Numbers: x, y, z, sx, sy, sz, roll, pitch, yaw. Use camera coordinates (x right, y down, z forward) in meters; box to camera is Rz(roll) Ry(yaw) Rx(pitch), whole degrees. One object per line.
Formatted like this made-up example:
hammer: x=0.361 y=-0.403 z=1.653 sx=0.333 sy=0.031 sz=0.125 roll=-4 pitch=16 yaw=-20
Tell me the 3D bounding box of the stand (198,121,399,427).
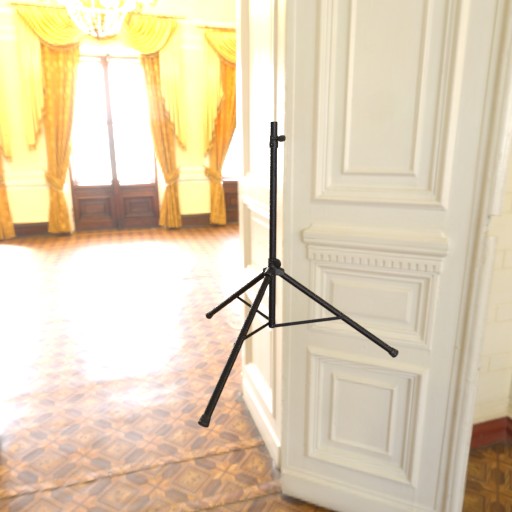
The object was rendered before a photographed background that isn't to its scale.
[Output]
stand: x=0.000 y=0.000 z=2.728 sx=1.596 sy=1.595 sz=1.339 roll=8 pitch=17 yaw=27
